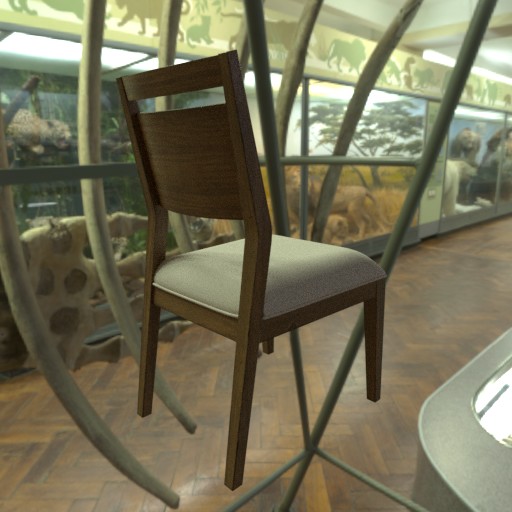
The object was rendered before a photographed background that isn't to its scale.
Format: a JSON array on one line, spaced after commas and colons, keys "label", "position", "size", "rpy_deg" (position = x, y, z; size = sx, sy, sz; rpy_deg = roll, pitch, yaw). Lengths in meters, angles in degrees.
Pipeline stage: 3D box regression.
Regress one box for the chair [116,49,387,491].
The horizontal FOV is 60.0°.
[{"label": "chair", "position": [0.000, 0.000, 1.245], "size": [0.610, 0.939, 0.497], "rpy_deg": [-13, 18, -43]}]
